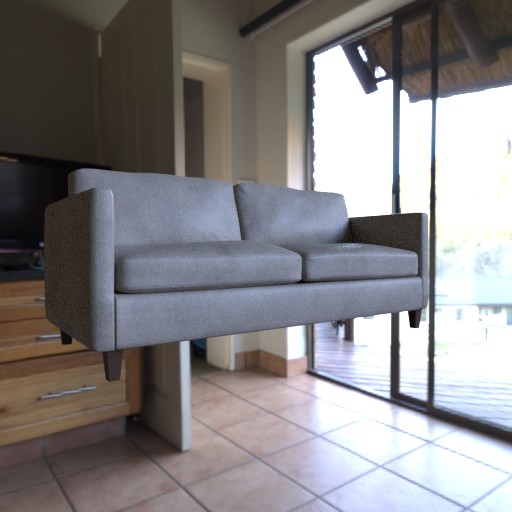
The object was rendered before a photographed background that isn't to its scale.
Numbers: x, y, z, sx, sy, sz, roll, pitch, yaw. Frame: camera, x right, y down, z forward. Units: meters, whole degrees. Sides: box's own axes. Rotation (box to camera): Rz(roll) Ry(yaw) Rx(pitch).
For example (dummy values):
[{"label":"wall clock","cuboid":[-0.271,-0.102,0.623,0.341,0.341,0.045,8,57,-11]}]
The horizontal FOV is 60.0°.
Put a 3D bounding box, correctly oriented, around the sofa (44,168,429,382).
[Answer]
[{"label":"sofa","cuboid":[0.000,0.000,2.683,2.208,0.965,0.951,-1,1,-35]}]
